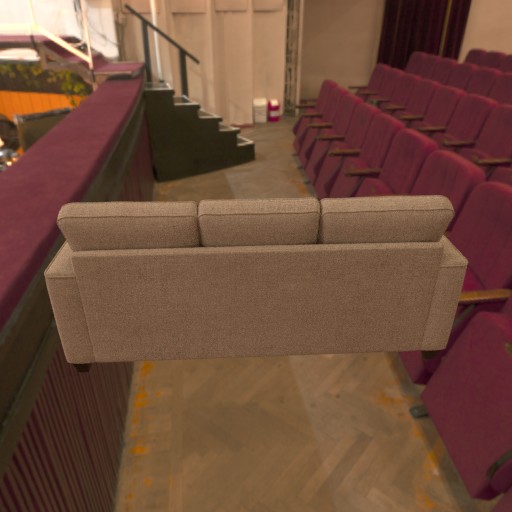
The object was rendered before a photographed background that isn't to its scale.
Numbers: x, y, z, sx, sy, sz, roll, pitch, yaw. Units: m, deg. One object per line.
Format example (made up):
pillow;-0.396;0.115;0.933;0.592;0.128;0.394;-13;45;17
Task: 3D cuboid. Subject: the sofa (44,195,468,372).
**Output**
sofa;0.000;0.000;2.667;2.133;0.965;0.939;-2;29;-3
